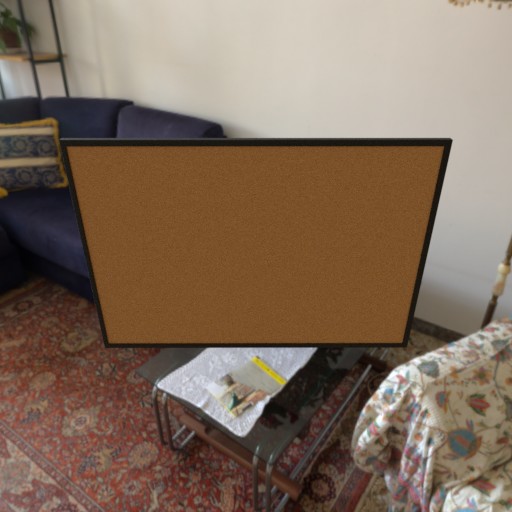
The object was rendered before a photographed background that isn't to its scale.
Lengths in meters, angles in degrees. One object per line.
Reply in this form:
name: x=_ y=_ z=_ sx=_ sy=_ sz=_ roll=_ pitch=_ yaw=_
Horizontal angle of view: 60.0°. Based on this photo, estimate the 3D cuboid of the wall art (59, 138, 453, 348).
wall art: x=0.000 y=0.000 z=0.867 sx=0.664 sy=0.458 sz=0.013 roll=0 pitch=30 yaw=0
